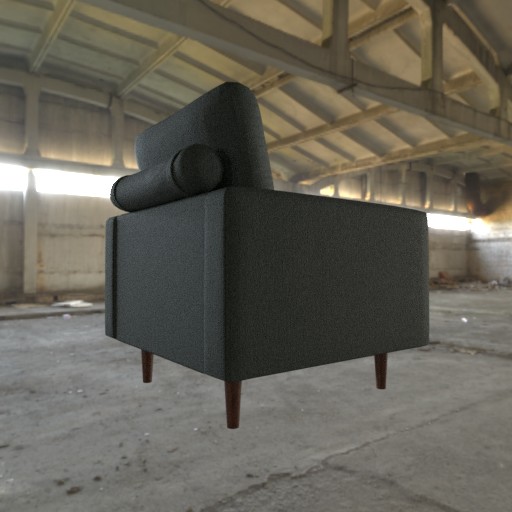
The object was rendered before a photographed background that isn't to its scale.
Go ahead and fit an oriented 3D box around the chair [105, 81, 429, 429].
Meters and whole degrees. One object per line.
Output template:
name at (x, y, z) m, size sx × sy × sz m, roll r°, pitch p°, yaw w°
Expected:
chair at (0.000, 0.000, 1.508) m, size 0.843 × 0.880 × 0.821 m, roll 1°, pitch -2°, yaw -37°
